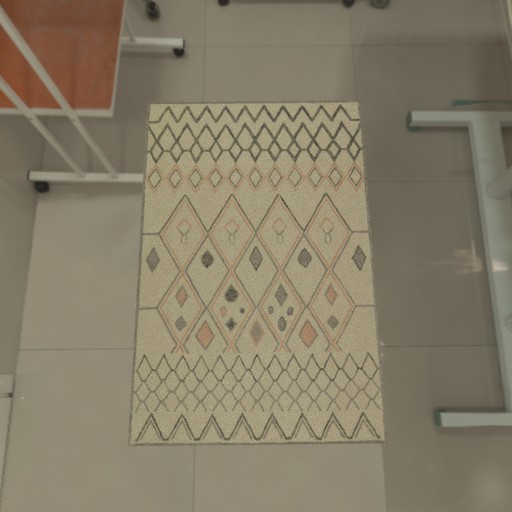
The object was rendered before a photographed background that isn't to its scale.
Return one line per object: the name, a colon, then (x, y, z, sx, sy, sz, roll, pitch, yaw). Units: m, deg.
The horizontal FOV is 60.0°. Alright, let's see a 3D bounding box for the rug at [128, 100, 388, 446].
rug: (0.000, 0.000, 2.305, 1.219, 0.016, 1.829, -1, 75, 0)
